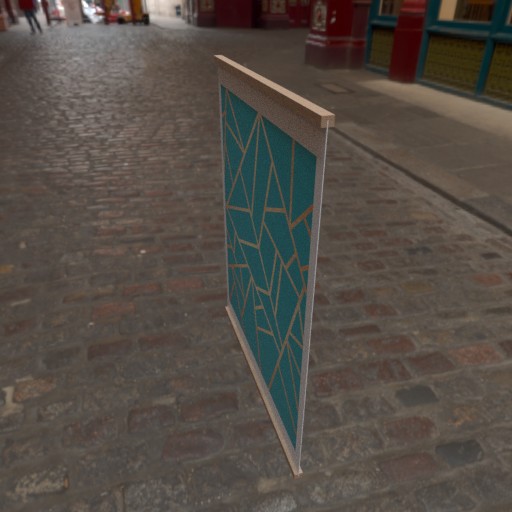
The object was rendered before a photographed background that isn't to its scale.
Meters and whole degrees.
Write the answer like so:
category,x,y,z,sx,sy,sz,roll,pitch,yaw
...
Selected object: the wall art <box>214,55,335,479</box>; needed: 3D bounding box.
category,x,y,z,sx,sy,sz,roll,pitch,yaw
wall art,0.000,0.000,0.667,0.012,0.508,0.405,-9,32,-15
